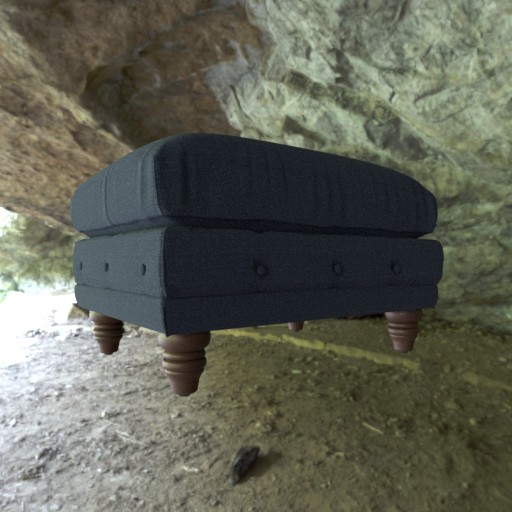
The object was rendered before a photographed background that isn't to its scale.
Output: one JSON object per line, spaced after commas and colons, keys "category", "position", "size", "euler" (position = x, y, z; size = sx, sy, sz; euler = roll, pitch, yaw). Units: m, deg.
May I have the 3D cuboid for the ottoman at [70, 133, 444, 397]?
{"category": "ottoman", "position": [0.000, 0.000, 1.105], "size": [0.767, 0.486, 0.558], "euler": [0, -1, -36]}
